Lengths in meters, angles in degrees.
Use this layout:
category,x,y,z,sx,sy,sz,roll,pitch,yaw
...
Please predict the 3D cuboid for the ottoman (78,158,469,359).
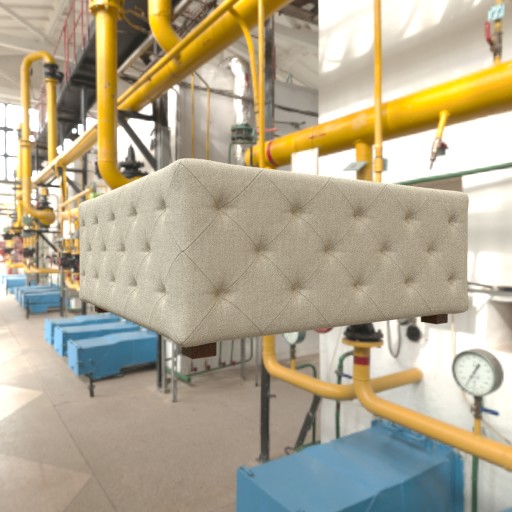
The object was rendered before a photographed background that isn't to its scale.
category,x,y,z,sx,sy,sz,roll,pitch,yaw
ottoman,0.000,0.000,1.603,1.028,0.439,1.028,0,1,-33
